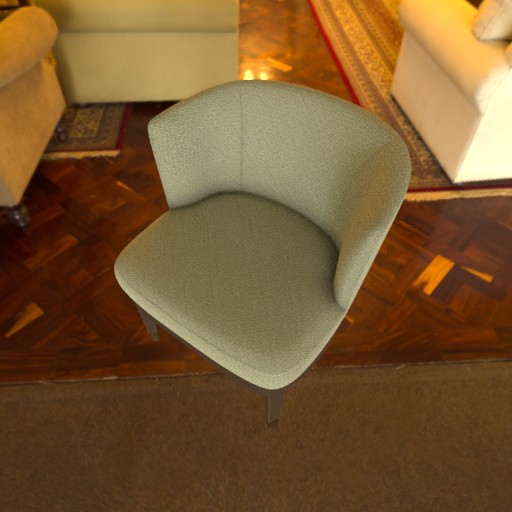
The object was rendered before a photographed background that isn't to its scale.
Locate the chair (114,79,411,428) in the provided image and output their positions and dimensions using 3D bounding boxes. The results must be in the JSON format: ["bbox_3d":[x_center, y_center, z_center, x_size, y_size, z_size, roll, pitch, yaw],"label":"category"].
[{"bbox_3d":[0.000,0.000,1.314,0.700,0.760,0.660,29,54,24],"label":"chair"}]
